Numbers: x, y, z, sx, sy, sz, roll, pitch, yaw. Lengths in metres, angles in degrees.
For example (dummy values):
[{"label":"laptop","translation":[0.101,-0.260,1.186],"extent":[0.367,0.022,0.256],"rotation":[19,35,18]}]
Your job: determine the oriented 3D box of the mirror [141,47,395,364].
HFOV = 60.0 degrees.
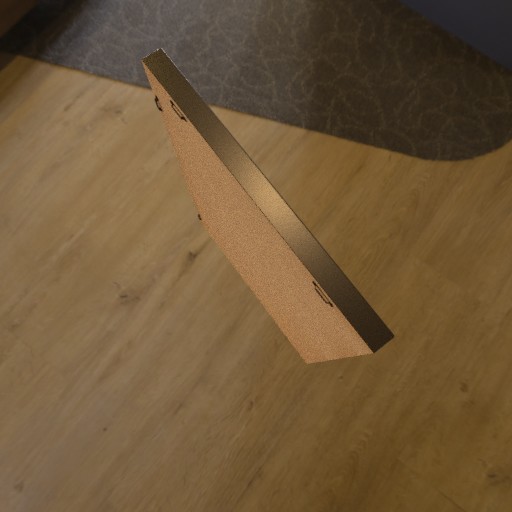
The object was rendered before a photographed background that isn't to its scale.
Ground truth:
[{"label":"mirror","translation":[0.000,0.000,0.921],"extent":[0.039,0.710,0.507],"rotation":[-36,78,-9]}]
